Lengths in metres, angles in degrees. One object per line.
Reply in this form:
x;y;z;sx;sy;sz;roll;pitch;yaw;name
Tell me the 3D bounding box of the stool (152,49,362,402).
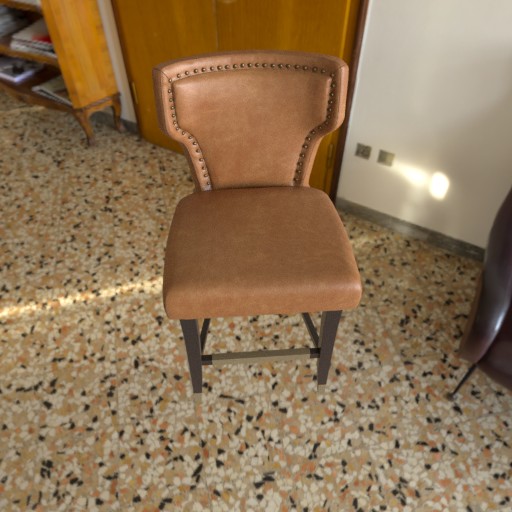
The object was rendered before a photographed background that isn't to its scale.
0.000;0.000;1.413;0.526;1.092;0.563;-3;47;-3;stool
